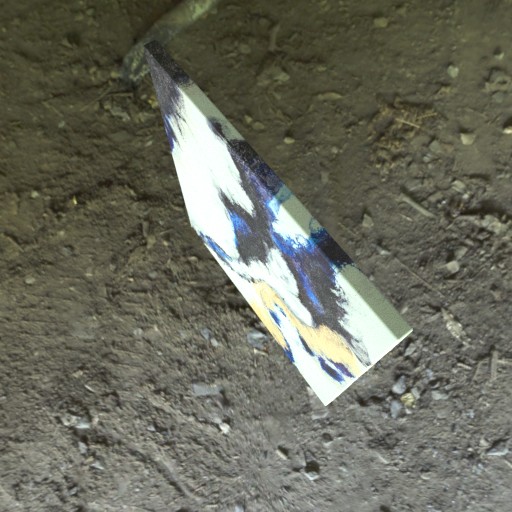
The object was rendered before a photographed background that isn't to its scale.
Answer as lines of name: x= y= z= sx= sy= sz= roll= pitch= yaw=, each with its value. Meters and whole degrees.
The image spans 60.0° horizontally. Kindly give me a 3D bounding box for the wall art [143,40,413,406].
wall art: x=0.000 y=0.000 z=1.312 sx=0.038 sy=0.885 sz=0.887 roll=-33 pitch=69 yaw=-14
